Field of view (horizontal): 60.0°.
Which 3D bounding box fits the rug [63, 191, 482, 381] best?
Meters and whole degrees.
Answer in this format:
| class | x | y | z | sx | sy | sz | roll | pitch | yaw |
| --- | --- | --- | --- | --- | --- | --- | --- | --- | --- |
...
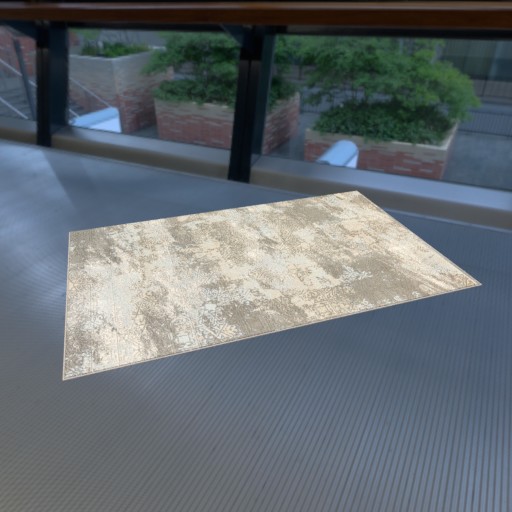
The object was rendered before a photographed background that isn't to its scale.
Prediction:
| class | x | y | z | sx | sy | sz | roll | pitch | yaw |
| --- | --- | --- | --- | --- | --- | --- | --- | --- | --- |
| rug | 0.000 | 0.000 | 3.028 | 2.431 | 0.012 | 1.536 | -10 | 33 | -16 |
